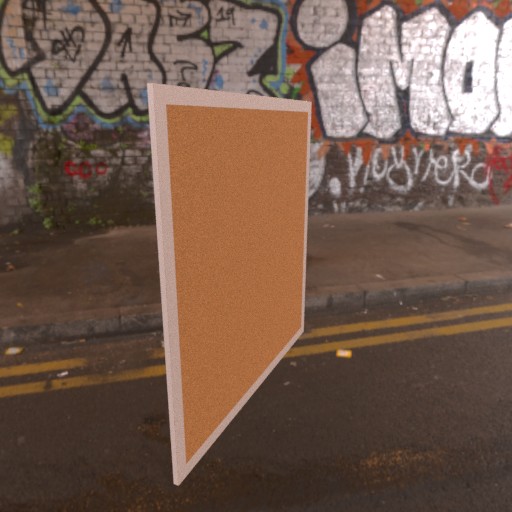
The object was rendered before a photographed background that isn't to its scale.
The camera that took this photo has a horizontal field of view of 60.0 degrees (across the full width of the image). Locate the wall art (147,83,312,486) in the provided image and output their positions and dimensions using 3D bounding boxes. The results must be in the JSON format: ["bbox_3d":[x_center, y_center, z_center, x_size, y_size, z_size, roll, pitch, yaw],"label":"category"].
[{"bbox_3d":[0.000,0.000,1.193,0.013,0.813,0.812,8,19,24],"label":"wall art"}]
